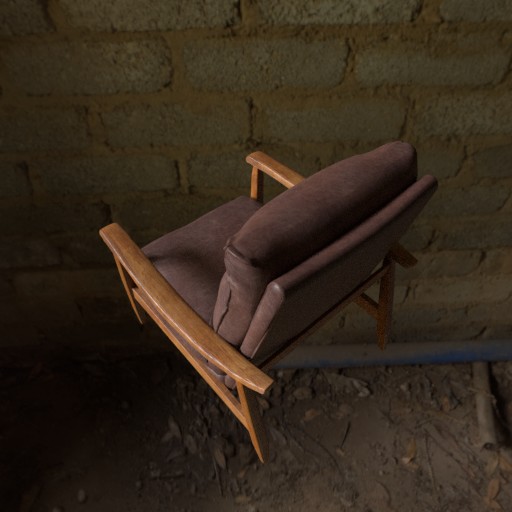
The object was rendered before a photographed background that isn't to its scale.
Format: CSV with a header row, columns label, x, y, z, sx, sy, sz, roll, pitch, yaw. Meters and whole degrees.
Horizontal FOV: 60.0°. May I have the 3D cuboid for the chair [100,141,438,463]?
label,x,y,z,sx,sy,sz,roll,pitch,yaw
chair,0.000,0.000,1.512,0.782,0.897,0.830,-33,54,-28
